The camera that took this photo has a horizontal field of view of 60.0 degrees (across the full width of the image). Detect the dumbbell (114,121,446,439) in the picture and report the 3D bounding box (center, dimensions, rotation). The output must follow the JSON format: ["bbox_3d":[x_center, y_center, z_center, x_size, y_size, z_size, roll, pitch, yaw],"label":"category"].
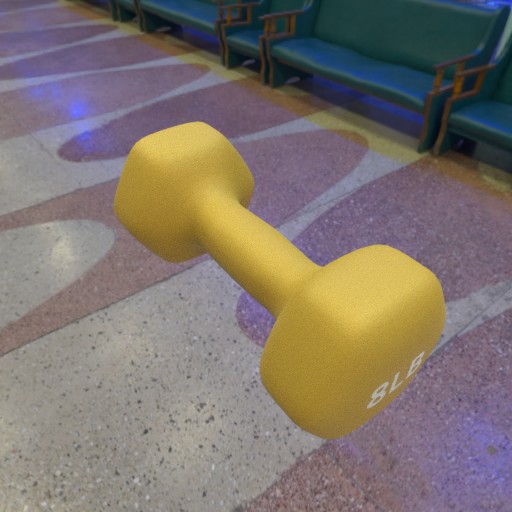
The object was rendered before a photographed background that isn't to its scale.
[{"bbox_3d":[0.000,0.000,0.235,0.090,0.082,0.190,-26,48,-26],"label":"dumbbell"}]
